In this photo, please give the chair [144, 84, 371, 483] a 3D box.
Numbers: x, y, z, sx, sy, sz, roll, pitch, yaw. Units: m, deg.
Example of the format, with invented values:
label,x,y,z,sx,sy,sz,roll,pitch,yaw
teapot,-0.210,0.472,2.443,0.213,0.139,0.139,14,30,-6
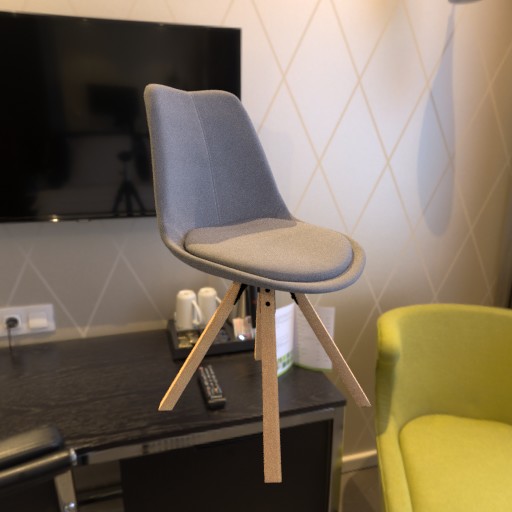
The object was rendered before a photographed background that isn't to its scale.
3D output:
label,x,y,z,sx,sy,sz,roll,pitch,yaw
chair,0.000,0.000,1.158,0.549,0.863,0.474,14,20,42
